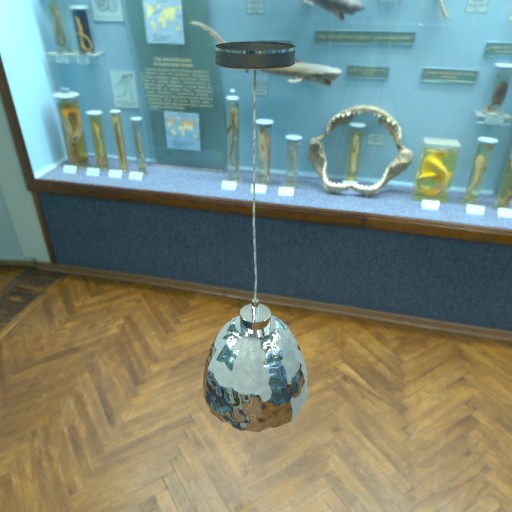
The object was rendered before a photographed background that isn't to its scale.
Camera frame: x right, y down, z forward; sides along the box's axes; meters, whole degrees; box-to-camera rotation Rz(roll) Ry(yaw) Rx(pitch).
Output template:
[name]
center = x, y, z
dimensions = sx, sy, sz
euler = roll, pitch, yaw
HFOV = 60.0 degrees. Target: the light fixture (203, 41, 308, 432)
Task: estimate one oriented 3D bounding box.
[light fixture]
center = 0.000, 0.000, 1.754
dimensions = 0.500, 1.511, 0.496
euler = 8, 32, 13
